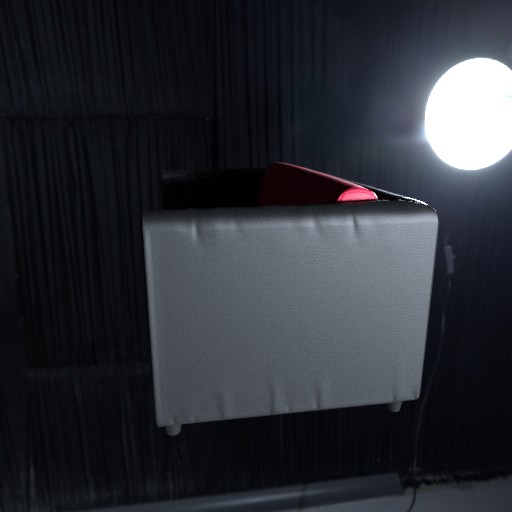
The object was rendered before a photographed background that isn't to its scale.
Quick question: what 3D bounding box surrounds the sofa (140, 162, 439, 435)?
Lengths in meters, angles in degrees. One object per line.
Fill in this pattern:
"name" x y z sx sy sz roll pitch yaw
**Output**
"sofa" 0.000 0.000 1.932 0.845 0.735 1.410 -3 16 -9
